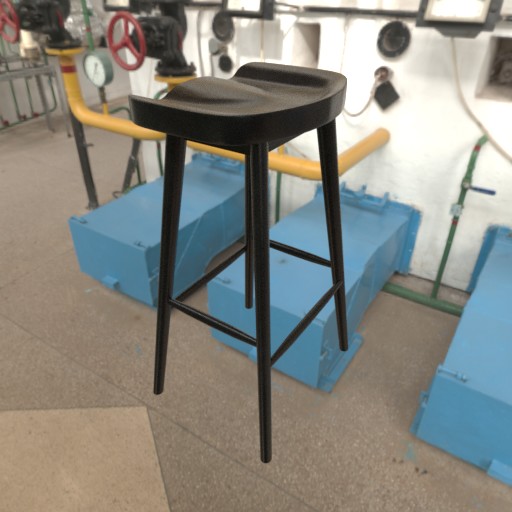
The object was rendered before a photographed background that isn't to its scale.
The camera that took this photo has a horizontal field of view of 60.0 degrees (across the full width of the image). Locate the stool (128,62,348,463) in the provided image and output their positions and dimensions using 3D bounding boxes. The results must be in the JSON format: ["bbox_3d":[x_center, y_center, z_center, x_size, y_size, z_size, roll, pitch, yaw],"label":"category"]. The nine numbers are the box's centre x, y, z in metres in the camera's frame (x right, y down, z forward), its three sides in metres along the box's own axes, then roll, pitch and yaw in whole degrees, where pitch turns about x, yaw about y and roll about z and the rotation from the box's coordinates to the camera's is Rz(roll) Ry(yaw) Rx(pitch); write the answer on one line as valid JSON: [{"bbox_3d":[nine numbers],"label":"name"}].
[{"bbox_3d":[0.000,0.000,1.015,0.361,0.749,0.440,20,39,28],"label":"stool"}]
